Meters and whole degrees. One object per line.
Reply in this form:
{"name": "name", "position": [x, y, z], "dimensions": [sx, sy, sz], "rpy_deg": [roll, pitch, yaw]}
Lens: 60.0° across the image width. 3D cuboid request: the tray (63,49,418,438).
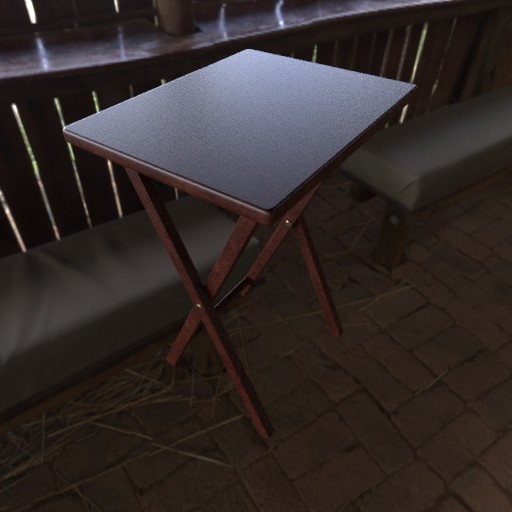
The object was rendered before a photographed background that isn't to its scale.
{"name": "tray", "position": [0.000, 0.000, 0.946], "dimensions": [0.381, 0.660, 0.483], "rpy_deg": [25, 47, 26]}
